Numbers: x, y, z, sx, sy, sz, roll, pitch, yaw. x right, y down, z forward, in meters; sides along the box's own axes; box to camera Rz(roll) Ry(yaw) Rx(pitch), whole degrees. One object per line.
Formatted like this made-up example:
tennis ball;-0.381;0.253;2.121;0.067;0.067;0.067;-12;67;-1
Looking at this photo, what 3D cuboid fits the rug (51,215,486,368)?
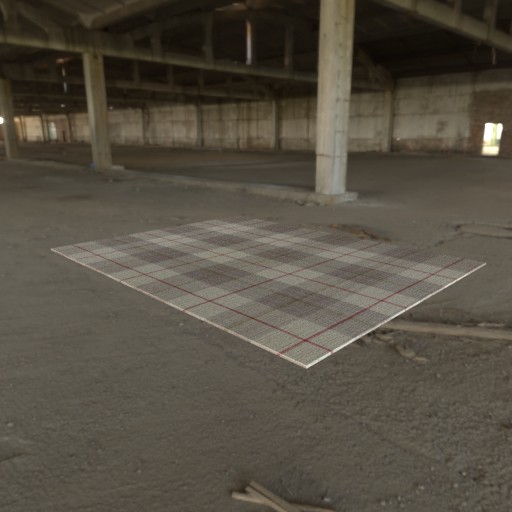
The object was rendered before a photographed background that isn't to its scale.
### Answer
rug;0.000;0.000;3.812;2.959;0.016;2.317;15;22;43
